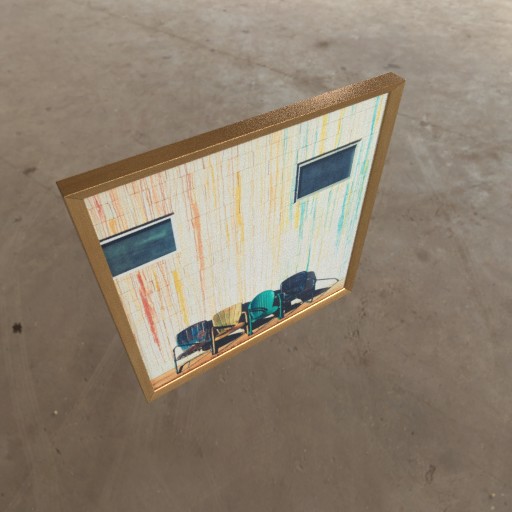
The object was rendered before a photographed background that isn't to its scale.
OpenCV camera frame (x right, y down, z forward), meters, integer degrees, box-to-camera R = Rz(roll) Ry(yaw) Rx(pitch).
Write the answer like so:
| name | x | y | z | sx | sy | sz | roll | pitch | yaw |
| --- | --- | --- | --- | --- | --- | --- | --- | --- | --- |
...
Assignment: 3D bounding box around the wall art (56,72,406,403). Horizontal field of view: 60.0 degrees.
| name | x | y | z | sx | sy | sz | roll | pitch | yaw |
| --- | --- | --- | --- | --- | --- | --- | --- | --- | --- |
| wall art | 0.000 | 0.000 | 0.454 | 0.302 | 0.302 | 0.019 | -25 | 52 | -21 |
